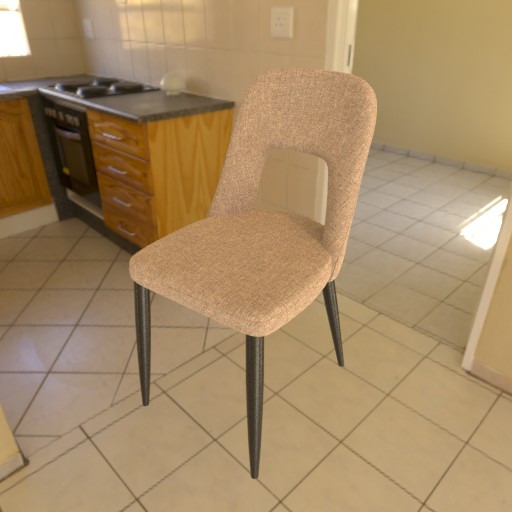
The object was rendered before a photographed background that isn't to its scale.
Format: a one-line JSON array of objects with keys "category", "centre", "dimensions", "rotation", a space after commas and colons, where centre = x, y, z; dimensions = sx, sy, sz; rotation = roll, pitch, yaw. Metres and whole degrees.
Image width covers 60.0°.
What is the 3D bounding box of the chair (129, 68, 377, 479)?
[{"category": "chair", "centre": [0.000, 0.000, 1.253], "dimensions": [0.470, 0.931, 0.612], "rotation": [19, 34, 31]}]
